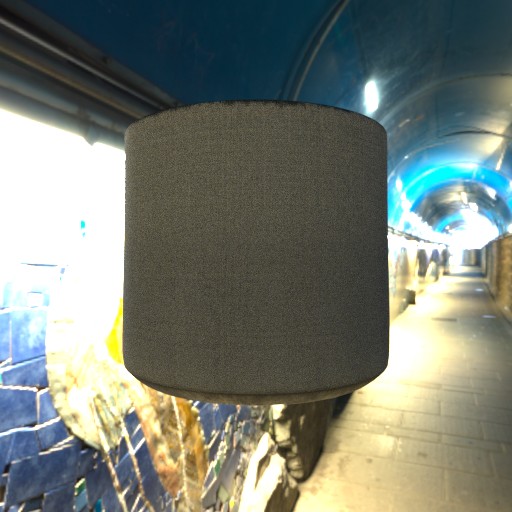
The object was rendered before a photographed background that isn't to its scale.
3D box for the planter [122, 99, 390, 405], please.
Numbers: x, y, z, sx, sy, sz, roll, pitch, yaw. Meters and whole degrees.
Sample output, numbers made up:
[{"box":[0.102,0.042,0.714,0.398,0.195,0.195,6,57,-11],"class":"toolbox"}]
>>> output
[{"box":[0.000,0.000,0.390,0.226,0.201,0.226,0,0,0],"class":"planter"}]
